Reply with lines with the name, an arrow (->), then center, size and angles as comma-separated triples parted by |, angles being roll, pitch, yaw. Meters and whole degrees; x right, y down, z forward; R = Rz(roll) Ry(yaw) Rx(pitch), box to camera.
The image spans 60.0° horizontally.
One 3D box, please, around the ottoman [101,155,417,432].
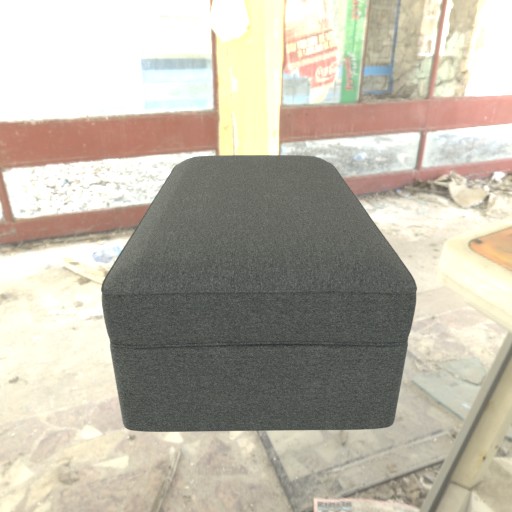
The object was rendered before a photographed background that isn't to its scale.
ottoman -> 0.000, 0.000, 1.516 | 0.681, 0.494, 1.173 | 0, 25, -1
